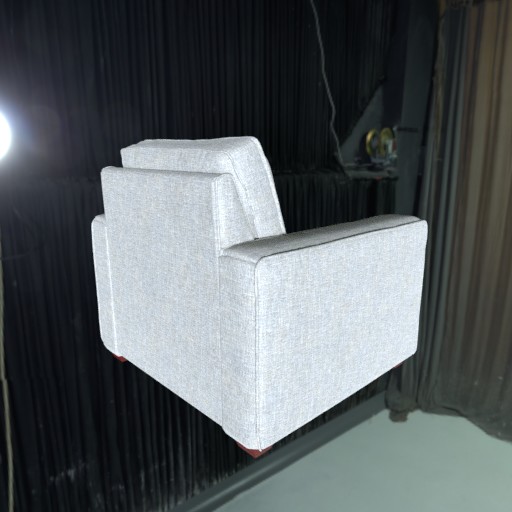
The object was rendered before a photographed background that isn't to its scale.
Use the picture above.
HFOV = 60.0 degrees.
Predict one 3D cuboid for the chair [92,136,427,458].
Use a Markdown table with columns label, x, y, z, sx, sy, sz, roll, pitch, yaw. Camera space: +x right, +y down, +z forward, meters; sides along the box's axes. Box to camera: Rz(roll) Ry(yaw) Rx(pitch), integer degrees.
| label | x | y | z | sx | sy | sz | roll | pitch | yaw |
| --- | --- | --- | --- | --- | --- | --- | --- | --- | --- |
| chair | 0.000 | 0.000 | 1.785 | 0.940 | 0.914 | 1.016 | -13 | 19 | -42 |
